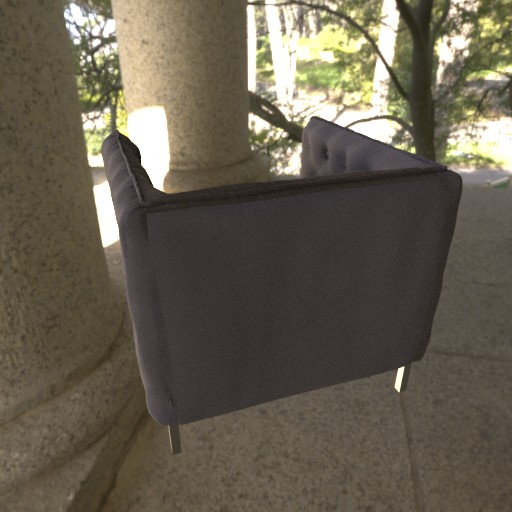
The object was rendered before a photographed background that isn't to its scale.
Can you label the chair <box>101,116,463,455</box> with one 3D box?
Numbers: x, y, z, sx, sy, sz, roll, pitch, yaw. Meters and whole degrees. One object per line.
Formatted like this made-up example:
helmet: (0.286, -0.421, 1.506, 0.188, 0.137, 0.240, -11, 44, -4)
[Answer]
chair: (0.000, 0.000, 1.595, 0.946, 0.807, 0.913, -9, 28, -17)
